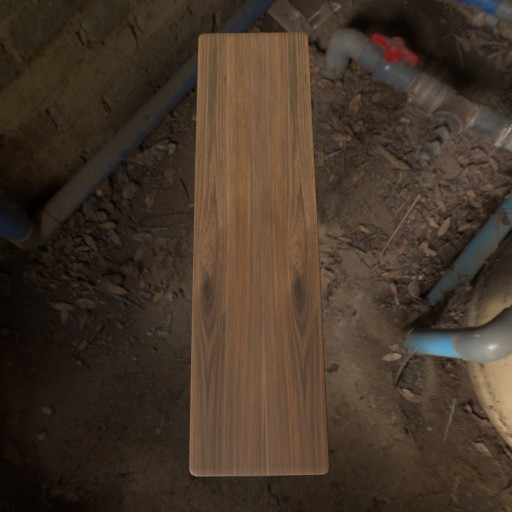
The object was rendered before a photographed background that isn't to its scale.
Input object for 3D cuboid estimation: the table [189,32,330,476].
[{"bbox_3d":[0.000,0.000,1.924,0.425,0.834,1.570,-1,76,0],"label":"table"}]
